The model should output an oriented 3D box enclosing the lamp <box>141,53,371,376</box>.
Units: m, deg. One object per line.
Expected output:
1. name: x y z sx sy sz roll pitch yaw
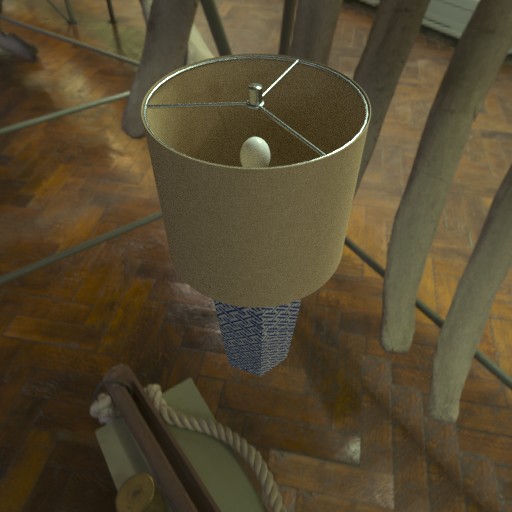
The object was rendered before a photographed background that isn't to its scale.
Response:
1. lamp: 0.000 0.000 0.860 0.320 0.682 0.320 -26 52 -22
